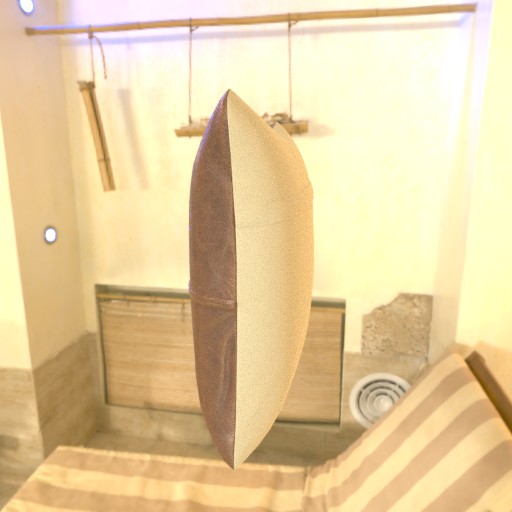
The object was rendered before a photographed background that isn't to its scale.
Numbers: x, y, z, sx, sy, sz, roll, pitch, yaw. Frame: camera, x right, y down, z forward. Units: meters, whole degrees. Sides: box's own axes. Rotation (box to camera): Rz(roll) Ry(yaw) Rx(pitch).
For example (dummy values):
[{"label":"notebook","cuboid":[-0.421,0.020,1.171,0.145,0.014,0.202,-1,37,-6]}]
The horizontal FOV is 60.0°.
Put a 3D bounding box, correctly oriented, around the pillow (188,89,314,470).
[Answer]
[{"label":"pillow","cuboid":[0.000,0.000,0.744,0.192,0.470,0.484,2,13,9]}]
